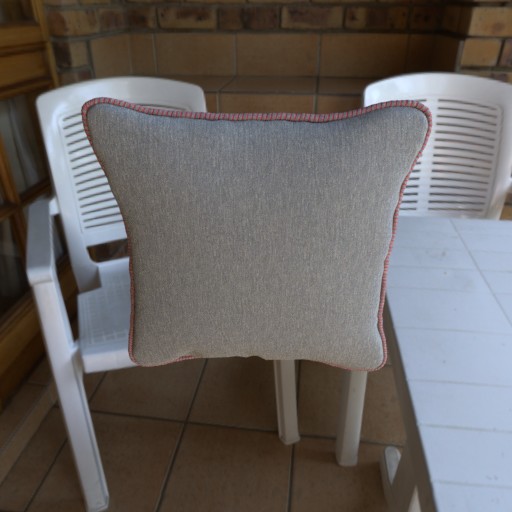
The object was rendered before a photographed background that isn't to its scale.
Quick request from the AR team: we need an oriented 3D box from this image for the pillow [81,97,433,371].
[{"bbox_3d":[0.000,0.000,0.718,0.482,0.491,0.124,1,30,1],"label":"pillow"}]
